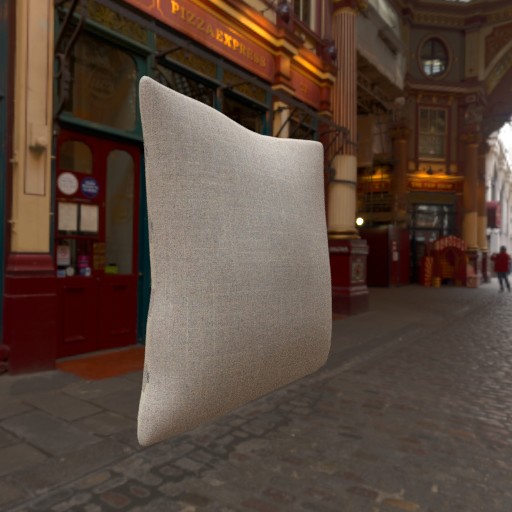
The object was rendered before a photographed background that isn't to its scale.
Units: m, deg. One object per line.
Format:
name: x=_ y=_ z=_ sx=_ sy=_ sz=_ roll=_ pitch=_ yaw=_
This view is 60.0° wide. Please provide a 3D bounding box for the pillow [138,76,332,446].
pillow: x=0.000 y=0.000 z=0.876 sx=0.192 sy=0.558 sz=0.578 roll=0 pitch=0 yaw=36
